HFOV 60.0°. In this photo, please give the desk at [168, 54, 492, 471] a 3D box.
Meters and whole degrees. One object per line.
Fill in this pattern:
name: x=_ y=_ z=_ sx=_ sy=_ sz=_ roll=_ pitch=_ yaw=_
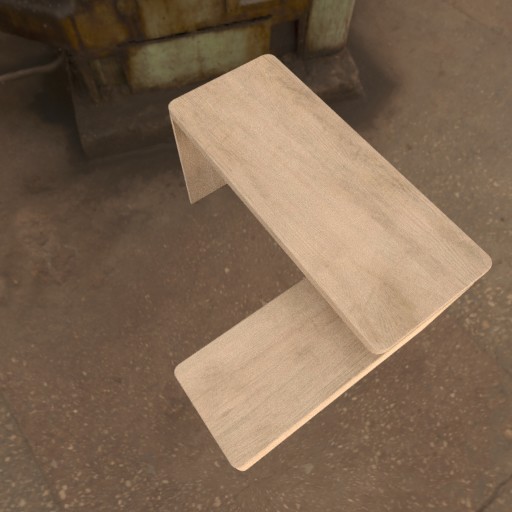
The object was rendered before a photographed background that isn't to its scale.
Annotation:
desk: x=0.000 y=0.000 z=2.070 sx=1.175 sy=0.770 sz=1.400 roll=-33 pitch=68 yaw=-15
